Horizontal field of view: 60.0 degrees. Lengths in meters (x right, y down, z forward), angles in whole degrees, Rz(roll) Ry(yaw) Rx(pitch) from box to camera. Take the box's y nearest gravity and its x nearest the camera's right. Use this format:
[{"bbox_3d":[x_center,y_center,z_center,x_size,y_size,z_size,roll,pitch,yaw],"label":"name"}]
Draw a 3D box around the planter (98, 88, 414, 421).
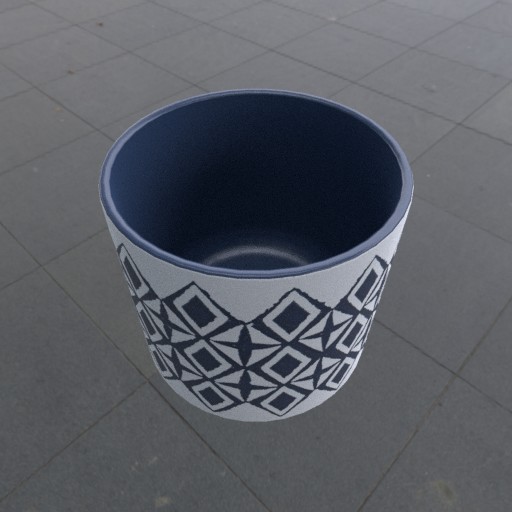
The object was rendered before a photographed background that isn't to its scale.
[{"bbox_3d":[0.000,0.000,0.395,0.224,0.203,0.224,0,47,0],"label":"planter"}]
